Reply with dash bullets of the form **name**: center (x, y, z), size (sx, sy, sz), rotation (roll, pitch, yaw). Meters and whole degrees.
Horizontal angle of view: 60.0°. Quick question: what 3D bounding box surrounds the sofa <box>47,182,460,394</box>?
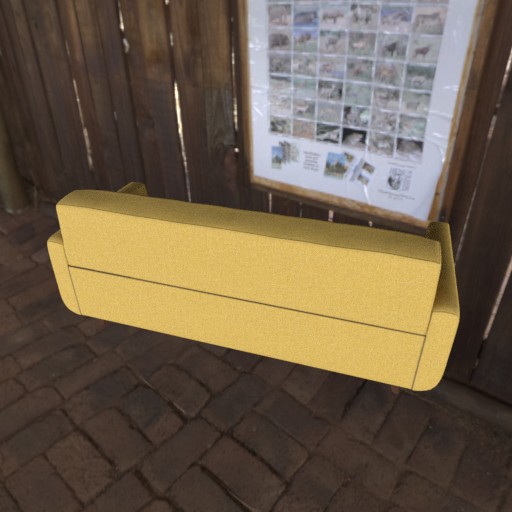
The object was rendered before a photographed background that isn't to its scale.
- **sofa**: center (0.000, 0.000, 2.499), size (2.029, 0.841, 0.909), rotation (9, 33, 15)
